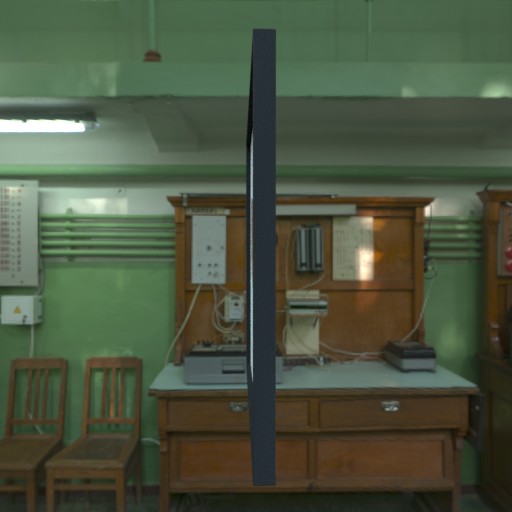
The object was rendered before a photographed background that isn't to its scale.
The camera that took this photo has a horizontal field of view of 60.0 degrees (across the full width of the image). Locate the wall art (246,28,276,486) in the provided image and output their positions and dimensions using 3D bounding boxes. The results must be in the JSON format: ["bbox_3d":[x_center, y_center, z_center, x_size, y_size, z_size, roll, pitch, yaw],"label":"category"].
[{"bbox_3d":[0.000,0.000,1.119,0.038,0.762,0.762,0,1,-2],"label":"wall art"}]
